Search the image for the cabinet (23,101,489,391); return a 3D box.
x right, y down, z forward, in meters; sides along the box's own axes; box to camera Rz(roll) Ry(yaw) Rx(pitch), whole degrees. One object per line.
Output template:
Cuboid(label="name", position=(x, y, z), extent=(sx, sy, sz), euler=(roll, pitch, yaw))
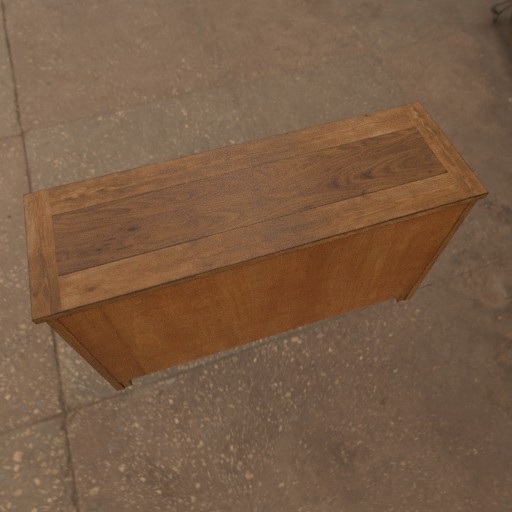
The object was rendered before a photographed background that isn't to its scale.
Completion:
Cuboid(label="cabinet", position=(0.000, 0.000, 1.820), extent=(1.474, 0.813, 0.480), euler=(-16, 60, -9))
